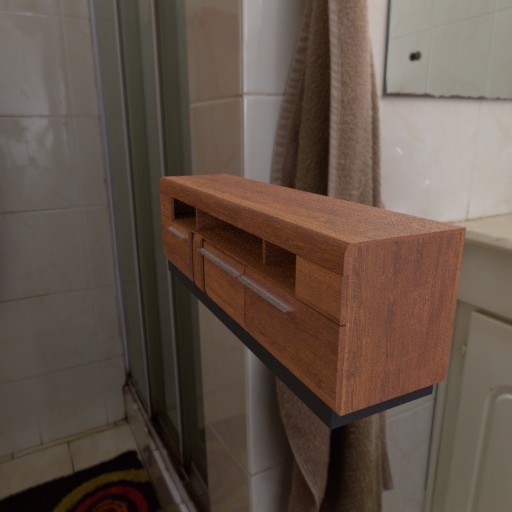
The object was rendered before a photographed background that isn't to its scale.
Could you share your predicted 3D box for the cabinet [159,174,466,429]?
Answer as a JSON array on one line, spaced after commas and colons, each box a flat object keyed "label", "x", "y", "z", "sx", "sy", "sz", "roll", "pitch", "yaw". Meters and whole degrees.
[{"label": "cabinet", "x": 0.000, "y": 0.000, "z": 1.817, "sx": 0.419, "sy": 0.510, "sz": 1.600, "roll": -8, "pitch": 18, "yaw": -25}]
